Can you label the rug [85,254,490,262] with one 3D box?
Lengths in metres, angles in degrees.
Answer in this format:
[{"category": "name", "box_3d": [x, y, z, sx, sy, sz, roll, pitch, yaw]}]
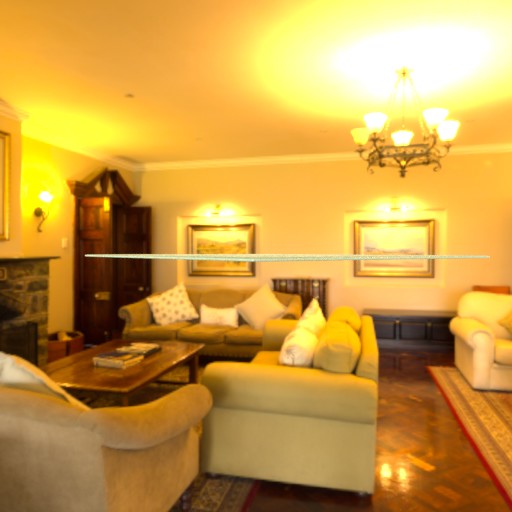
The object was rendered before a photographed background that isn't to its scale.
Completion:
[{"category": "rug", "box_3d": [0.000, 0.000, 2.875, 1.589, 0.014, 2.205, 0, 1, -35]}]
